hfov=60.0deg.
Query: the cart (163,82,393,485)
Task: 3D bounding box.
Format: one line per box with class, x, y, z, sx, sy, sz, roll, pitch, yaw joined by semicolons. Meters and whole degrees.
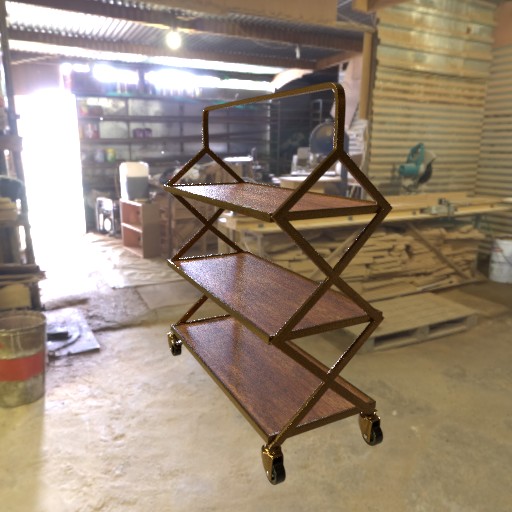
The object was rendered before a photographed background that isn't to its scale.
cart;0.000;0.000;1.189;0.313;0.805;0.723;-7;16;-27
